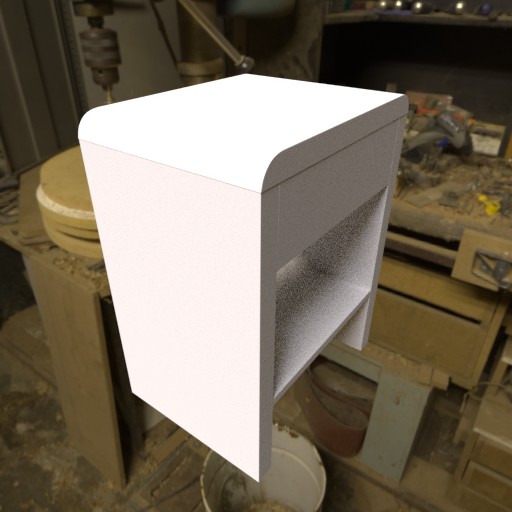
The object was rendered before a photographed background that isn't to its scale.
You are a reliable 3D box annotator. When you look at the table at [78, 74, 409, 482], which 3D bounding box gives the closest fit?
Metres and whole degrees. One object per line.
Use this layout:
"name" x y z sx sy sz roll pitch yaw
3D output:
"table" 0.000 0.000 0.871 0.350 0.590 0.450 21 37 31
